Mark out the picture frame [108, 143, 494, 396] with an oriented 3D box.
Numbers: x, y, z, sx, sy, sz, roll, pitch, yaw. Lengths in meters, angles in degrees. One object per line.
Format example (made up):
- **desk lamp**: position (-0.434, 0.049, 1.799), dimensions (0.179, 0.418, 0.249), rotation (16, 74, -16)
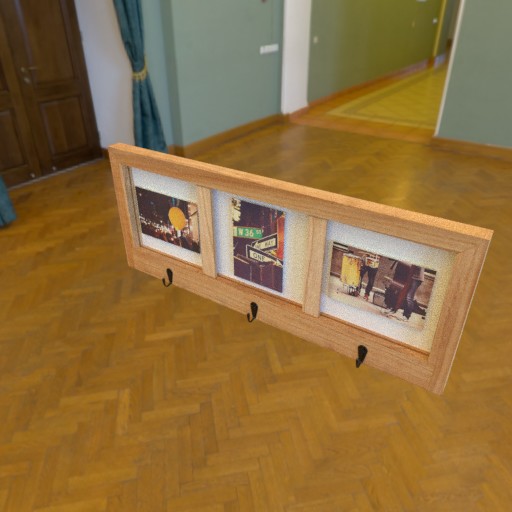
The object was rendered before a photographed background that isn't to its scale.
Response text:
- **picture frame**: position (0.000, 0.000, 0.658), dimensions (0.582, 0.234, 0.045), rotation (19, 36, 28)
